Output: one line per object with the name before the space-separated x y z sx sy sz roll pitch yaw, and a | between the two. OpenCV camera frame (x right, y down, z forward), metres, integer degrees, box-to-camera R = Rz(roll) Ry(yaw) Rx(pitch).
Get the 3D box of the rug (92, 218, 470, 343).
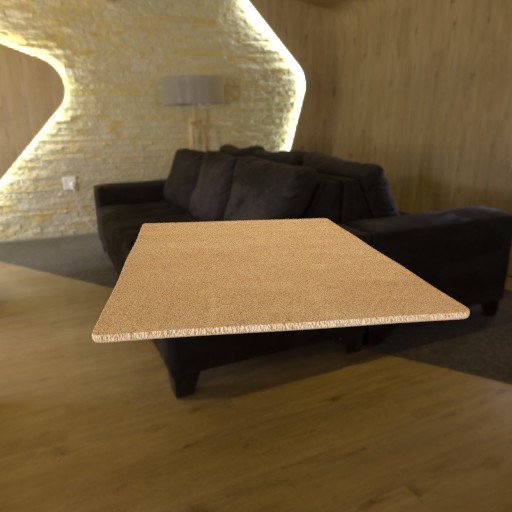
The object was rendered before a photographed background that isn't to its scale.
rug | 0.000 0.000 2.120 1.199 0.025 1.600 -2 16 -8
